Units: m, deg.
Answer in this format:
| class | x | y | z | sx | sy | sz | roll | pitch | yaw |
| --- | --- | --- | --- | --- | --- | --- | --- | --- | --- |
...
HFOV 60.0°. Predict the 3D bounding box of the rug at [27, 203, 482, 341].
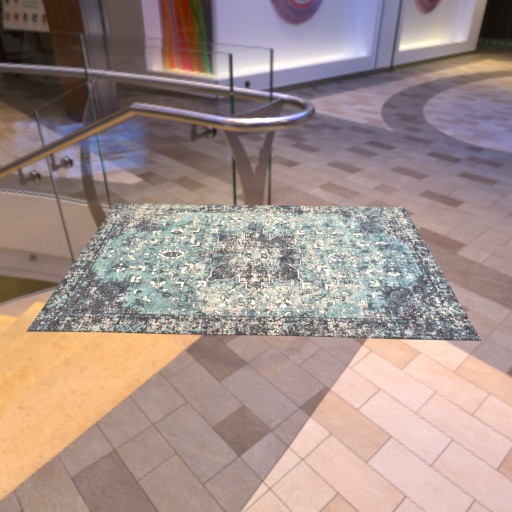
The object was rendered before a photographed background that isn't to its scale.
| class | x | y | z | sx | sy | sz | roll | pitch | yaw |
| --- | --- | --- | --- | --- | --- | --- | --- | --- | --- |
| rug | 0.000 | 0.000 | 2.294 | 1.828 | 0.005 | 1.219 | 1 | 32 | 2 |
